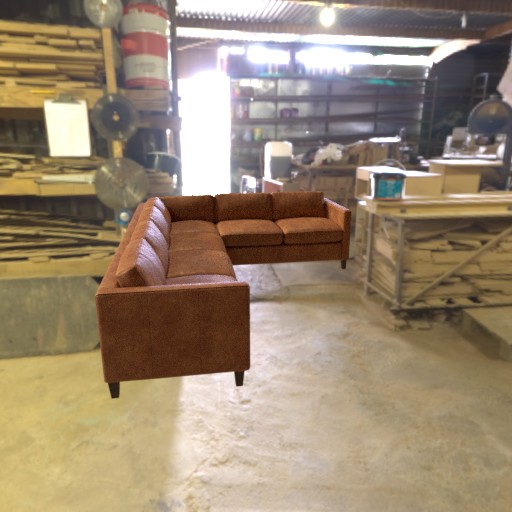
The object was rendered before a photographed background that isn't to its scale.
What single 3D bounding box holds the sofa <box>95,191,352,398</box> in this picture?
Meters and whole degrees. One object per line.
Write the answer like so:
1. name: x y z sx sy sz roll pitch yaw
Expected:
1. sofa: 0.000 0.000 4.281 2.438 0.838 3.167 -3 17 -9
